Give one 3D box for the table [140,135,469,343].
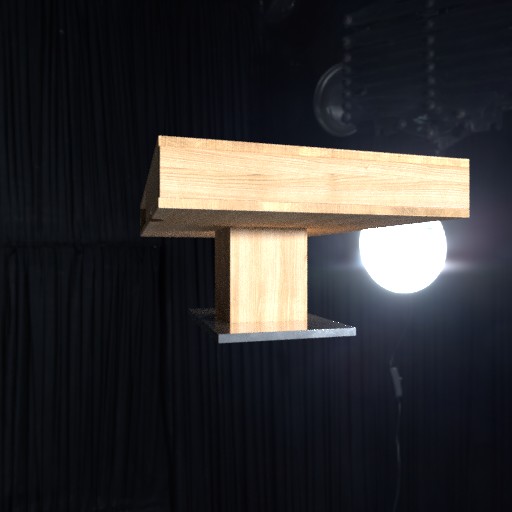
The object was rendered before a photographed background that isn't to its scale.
[{"bbox_3d":[0.000,0.000,1.447,0.700,0.440,1.100,0,0,-16],"label":"table"}]
